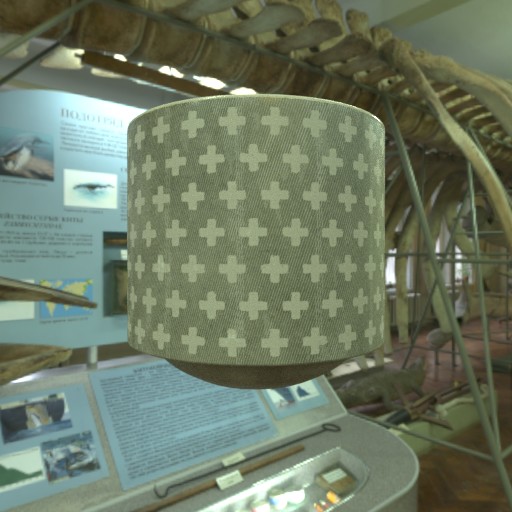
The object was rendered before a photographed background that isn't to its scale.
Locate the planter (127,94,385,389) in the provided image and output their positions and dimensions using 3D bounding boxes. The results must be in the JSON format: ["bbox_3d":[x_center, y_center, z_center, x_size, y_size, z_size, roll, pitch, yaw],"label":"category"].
[{"bbox_3d":[0.000,0.000,0.341,0.190,0.181,0.190,0,0,0],"label":"planter"}]
